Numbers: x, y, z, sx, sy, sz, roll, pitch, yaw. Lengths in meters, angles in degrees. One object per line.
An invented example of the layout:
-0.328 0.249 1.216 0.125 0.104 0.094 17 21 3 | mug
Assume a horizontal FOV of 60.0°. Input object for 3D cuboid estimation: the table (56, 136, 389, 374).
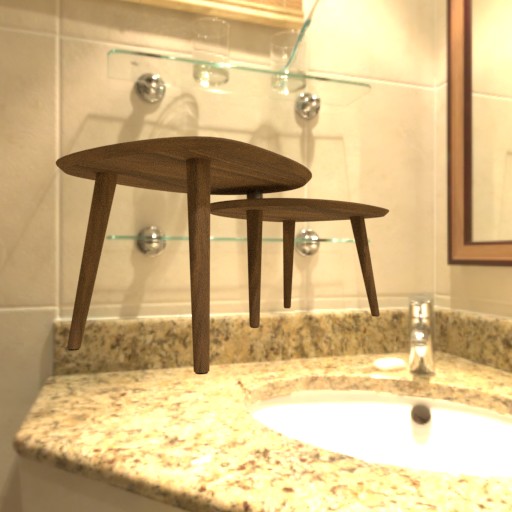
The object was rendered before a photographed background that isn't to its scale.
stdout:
0.000 0.000 1.309 0.527 0.429 1.084 0 0 35 | table
